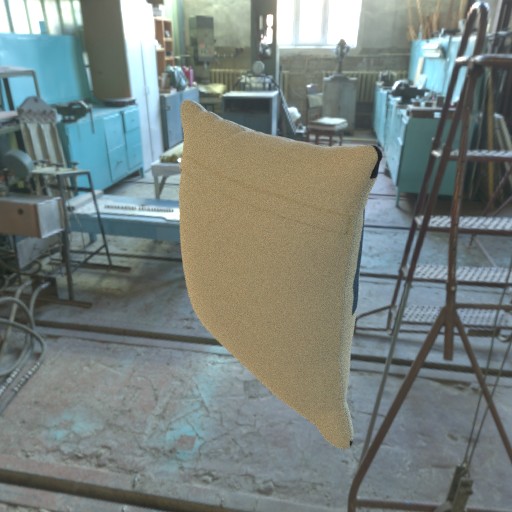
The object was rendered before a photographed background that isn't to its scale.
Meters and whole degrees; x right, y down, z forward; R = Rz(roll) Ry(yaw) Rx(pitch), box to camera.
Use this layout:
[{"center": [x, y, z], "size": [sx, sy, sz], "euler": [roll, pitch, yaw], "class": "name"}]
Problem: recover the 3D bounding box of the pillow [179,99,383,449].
[{"center": [0.000, 0.000, 0.820], "size": [0.229, 0.506, 0.536], "euler": [-17, 30, -31], "class": "pillow"}]
